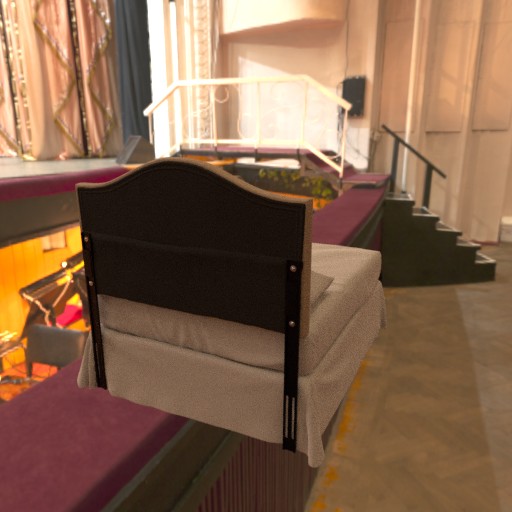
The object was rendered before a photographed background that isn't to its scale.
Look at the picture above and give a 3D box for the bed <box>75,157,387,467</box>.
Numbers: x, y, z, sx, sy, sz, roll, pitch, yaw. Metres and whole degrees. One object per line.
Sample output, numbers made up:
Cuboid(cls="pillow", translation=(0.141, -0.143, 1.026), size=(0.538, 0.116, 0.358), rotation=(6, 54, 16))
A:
Cuboid(cls="bed", translation=(0.000, 0.000, 3.545), size=(1.876, 1.645, 2.221), rotation=(8, 17, 25))
